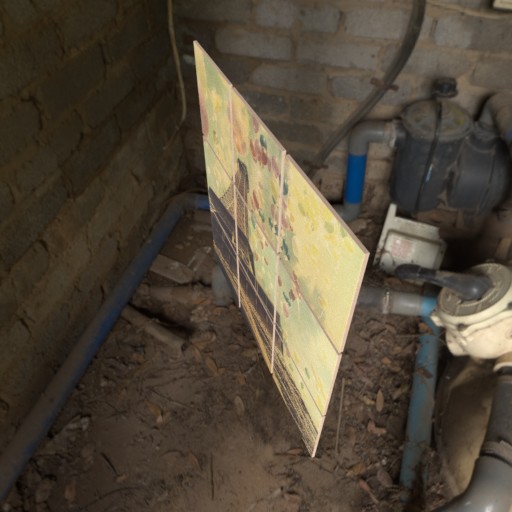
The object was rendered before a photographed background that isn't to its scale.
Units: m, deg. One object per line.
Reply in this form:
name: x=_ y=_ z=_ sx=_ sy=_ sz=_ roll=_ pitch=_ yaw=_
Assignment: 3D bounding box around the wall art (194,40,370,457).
wall art: x=0.000 y=0.000 z=1.762 sx=0.013 sy=1.218 sz=1.219 roll=-17 pitch=49 yaw=-15
